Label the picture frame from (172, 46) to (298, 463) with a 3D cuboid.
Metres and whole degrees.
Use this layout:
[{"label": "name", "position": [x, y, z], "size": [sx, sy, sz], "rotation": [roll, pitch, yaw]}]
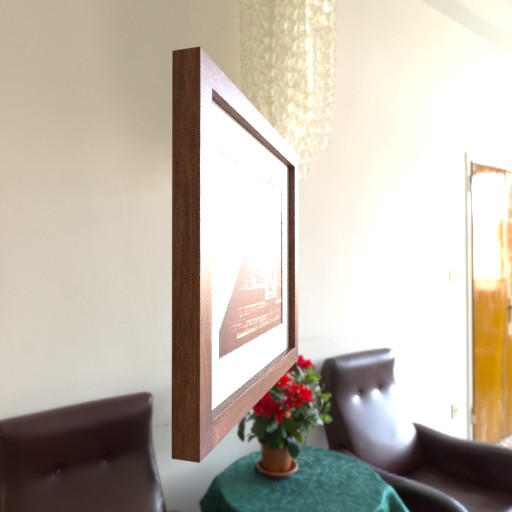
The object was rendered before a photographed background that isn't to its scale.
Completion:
[{"label": "picture frame", "position": [0.000, 0.000, 0.537], "size": [0.025, 0.330, 0.381], "rotation": [0, -1, 17]}]
